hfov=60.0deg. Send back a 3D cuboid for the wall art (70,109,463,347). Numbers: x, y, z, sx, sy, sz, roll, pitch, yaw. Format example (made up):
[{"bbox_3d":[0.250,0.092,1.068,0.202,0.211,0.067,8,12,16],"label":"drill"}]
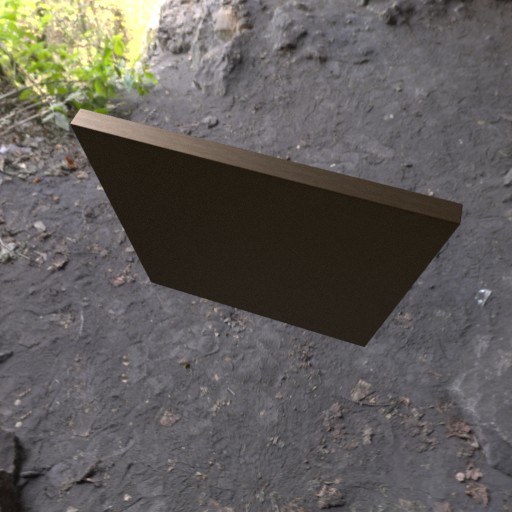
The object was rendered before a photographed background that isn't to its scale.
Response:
[{"bbox_3d":[0.000,0.000,0.775,0.503,0.506,0.030,16,64,8],"label":"wall art"}]
